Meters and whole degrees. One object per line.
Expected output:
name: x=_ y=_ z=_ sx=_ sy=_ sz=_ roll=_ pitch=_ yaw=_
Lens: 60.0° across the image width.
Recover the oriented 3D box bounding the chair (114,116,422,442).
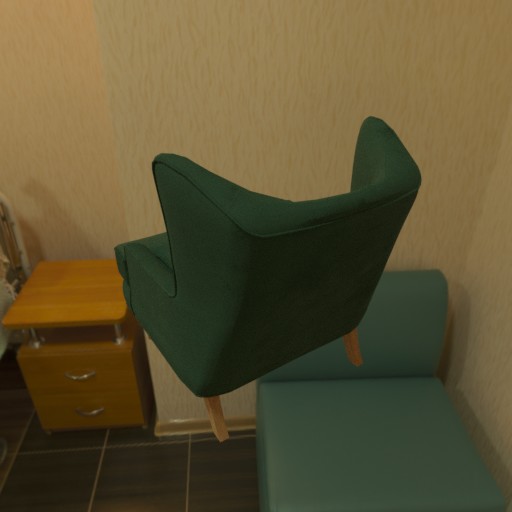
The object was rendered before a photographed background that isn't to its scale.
chair: x=0.000 y=0.000 z=1.610 sx=0.793 sy=0.952 sz=0.910 roll=-19 pitch=35 yaw=-29
